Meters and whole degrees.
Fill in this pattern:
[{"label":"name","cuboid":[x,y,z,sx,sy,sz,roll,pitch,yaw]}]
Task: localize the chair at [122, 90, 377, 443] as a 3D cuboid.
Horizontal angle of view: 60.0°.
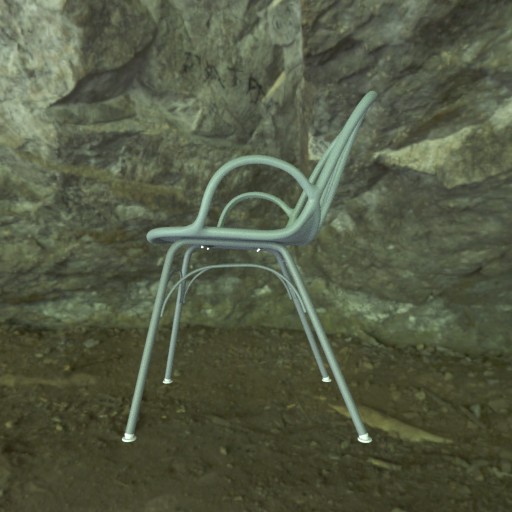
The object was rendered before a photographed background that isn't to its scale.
[{"label":"chair","cuboid":[0.000,0.000,1.218,0.597,0.816,0.549,0,-1,-1]}]
